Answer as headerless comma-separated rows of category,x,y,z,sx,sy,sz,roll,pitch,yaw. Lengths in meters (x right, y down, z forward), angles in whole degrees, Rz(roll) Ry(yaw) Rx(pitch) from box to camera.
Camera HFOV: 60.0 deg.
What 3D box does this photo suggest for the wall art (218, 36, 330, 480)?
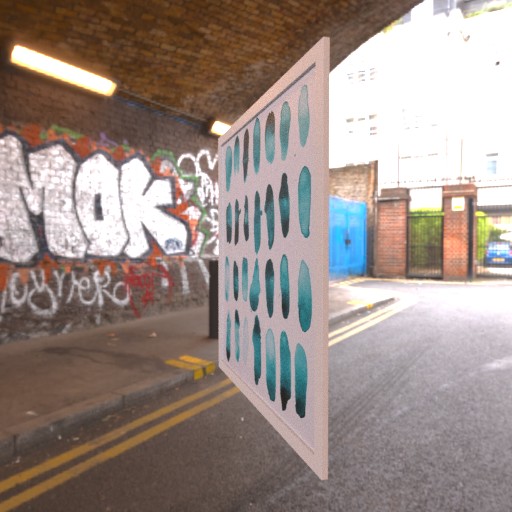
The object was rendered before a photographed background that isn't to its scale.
wall art,0.000,0.000,1.198,0.013,0.813,0.812,0,2,-18
